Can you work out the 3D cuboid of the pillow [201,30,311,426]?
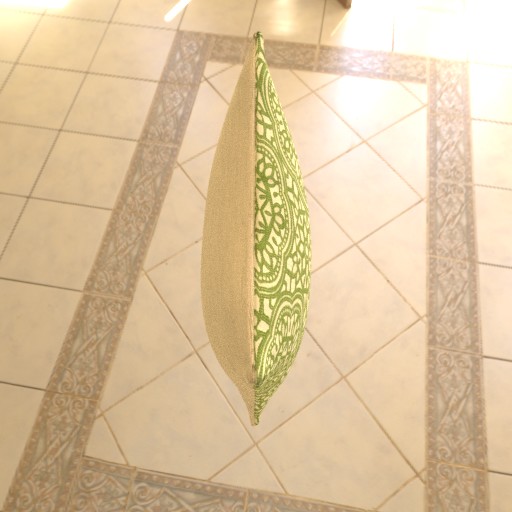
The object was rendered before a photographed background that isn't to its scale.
[{"bbox_3d":[0.000,0.000,0.652,0.162,0.419,0.440,0,65,0],"label":"pillow"}]
